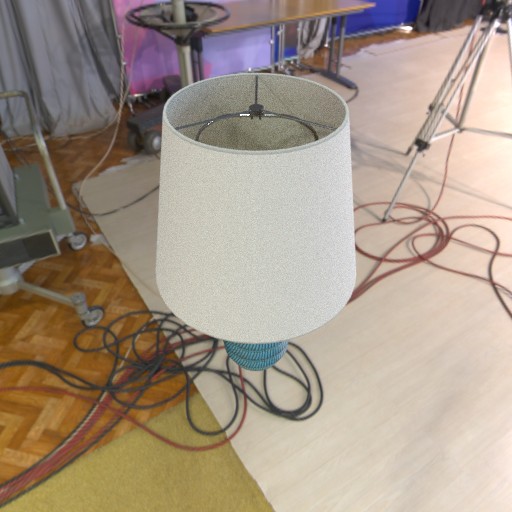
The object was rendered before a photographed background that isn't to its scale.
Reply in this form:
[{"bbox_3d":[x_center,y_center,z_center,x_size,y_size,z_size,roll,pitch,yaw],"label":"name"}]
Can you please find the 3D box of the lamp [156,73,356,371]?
[{"bbox_3d":[0.000,0.000,0.562,0.254,0.392,0.254,0,42,0],"label":"lamp"}]
